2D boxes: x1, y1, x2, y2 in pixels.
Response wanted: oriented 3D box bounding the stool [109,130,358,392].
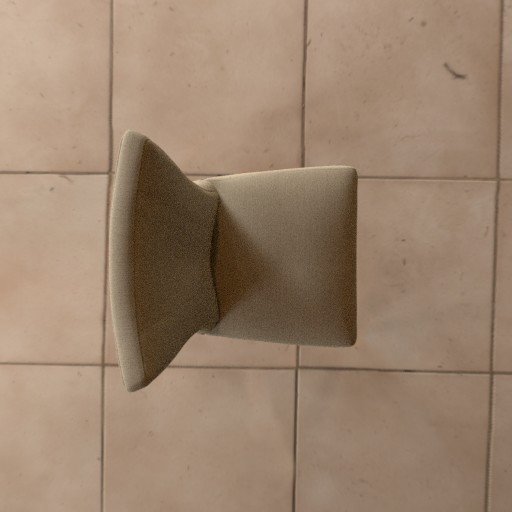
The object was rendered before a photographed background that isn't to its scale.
[{"bbox_3d":[0.000,0.000,1.377,0.574,1.086,0.514,0,91,0],"label":"stool"}]
